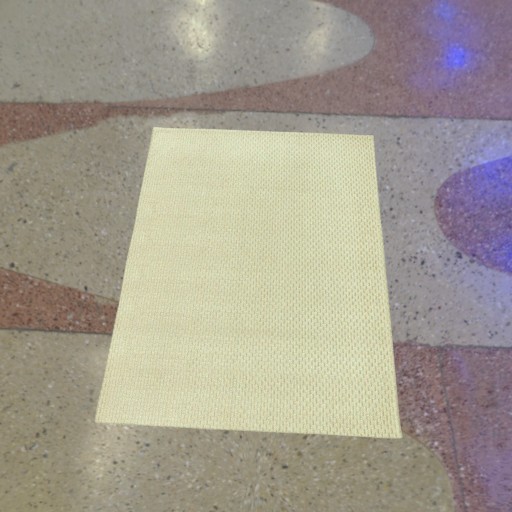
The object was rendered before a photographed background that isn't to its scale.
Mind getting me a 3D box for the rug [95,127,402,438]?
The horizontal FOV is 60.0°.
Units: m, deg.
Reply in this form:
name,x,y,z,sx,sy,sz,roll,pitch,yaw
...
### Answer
name,x,y,z,sx,sy,sz,roll,pitch,yaw
rug,0.000,0.000,3.920,2.277,0.035,2.897,2,63,1
